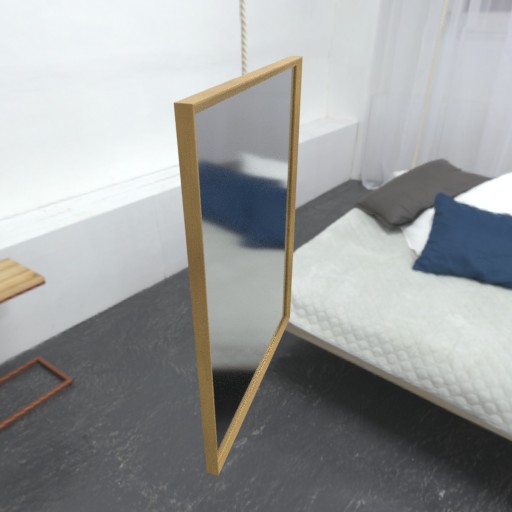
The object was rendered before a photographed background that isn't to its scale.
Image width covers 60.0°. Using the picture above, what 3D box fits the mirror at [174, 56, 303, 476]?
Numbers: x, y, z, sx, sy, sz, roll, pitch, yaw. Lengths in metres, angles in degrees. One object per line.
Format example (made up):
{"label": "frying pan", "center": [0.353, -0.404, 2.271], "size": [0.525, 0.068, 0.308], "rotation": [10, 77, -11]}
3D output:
{"label": "mirror", "center": [0.000, 0.000, 1.317], "size": [0.041, 1.016, 0.762], "rotation": [10, 32, 17]}
